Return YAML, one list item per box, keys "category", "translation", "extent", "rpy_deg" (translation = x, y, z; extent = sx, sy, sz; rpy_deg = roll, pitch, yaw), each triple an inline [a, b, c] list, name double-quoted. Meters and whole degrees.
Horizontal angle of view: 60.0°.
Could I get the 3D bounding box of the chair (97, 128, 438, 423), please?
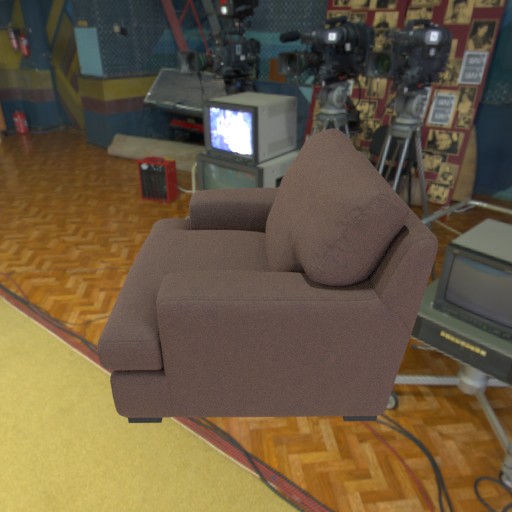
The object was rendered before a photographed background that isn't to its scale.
- category: "chair"
  translation: [0.000, 0.000, 1.994]
  extent: [1.143, 0.940, 1.168]
  rpy_deg: [0, 28, -1]
